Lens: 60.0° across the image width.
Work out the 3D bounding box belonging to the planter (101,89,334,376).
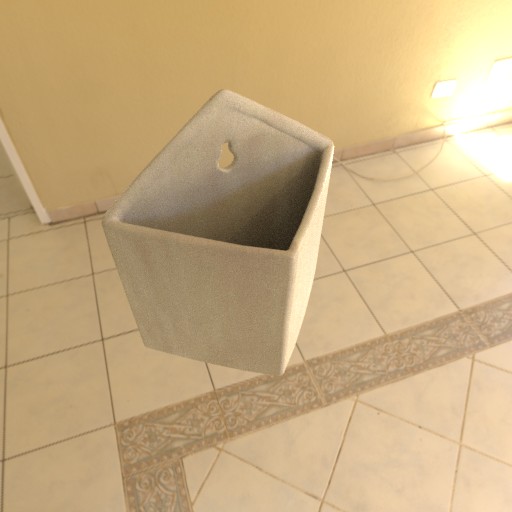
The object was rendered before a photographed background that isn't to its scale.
[{"bbox_3d":[0.000,0.000,0.286,0.163,0.194,0.080,-23,52,-19],"label":"planter"}]
